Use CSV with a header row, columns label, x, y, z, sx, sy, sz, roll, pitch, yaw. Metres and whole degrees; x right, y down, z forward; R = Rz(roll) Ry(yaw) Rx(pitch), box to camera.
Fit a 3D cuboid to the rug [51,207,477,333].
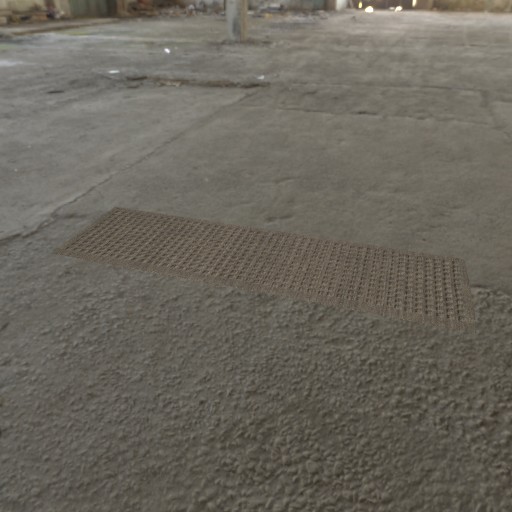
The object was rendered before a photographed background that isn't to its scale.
label,x,y,z,sx,sy,sz,roll,pitch,yaw
rug,0.000,0.000,2.716,2.443,0.009,0.706,9,33,15
